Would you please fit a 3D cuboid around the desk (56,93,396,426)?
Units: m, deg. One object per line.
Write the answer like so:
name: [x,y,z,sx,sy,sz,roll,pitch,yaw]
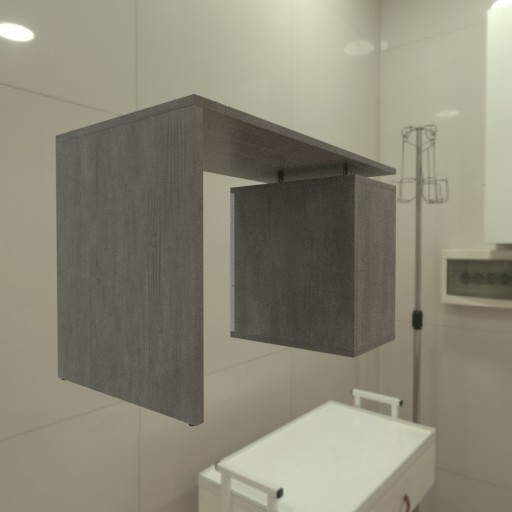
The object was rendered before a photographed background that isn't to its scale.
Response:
desk: [0.000,0.000,1.635,0.600,0.740,1.200,1,2,38]
